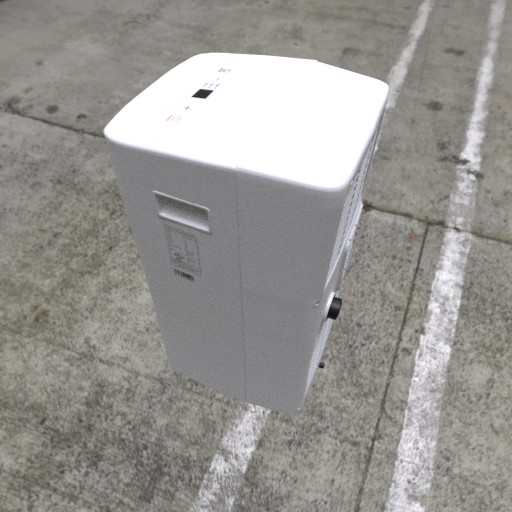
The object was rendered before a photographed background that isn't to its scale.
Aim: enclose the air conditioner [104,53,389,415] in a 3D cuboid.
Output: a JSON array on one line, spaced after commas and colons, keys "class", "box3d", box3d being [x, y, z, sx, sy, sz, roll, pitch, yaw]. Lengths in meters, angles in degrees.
[{"class": "air conditioner", "box3d": [0.000, 0.000, 0.807, 0.349, 0.606, 0.304, 17, 49, 15]}]
